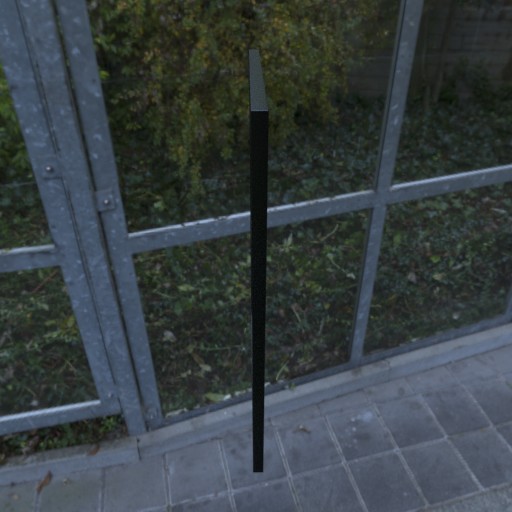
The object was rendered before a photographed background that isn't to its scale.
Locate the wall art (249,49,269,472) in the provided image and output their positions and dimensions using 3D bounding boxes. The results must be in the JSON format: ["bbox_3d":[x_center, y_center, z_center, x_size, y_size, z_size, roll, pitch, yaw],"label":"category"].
[{"bbox_3d":[0.000,0.000,0.840,0.019,0.656,0.462,-1,32,-1],"label":"wall art"}]
